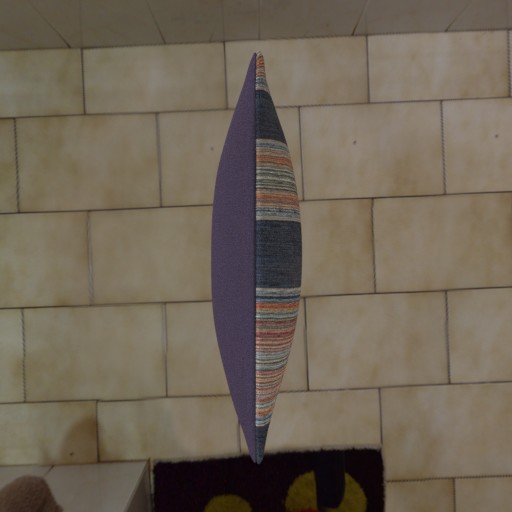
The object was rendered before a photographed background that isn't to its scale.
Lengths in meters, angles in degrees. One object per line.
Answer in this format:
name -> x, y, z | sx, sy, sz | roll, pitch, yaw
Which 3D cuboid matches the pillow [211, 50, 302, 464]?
pillow -> 0.000, 0.000, 0.661 | 0.136, 0.419, 0.437 | 0, 91, 0
